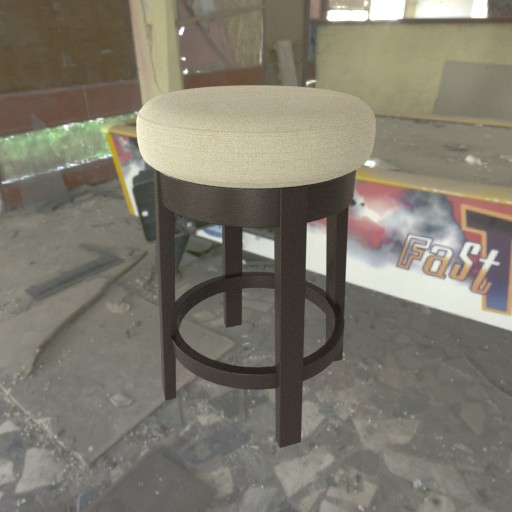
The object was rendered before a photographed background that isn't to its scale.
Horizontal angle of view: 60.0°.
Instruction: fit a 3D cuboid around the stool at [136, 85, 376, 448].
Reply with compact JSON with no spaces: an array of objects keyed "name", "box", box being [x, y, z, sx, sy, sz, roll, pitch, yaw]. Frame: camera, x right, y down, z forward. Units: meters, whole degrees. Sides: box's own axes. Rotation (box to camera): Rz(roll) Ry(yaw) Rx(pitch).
[{"name":"stool","box":[0.000,0.000,0.941,0.449,0.655,0.449,0,27,0]}]
